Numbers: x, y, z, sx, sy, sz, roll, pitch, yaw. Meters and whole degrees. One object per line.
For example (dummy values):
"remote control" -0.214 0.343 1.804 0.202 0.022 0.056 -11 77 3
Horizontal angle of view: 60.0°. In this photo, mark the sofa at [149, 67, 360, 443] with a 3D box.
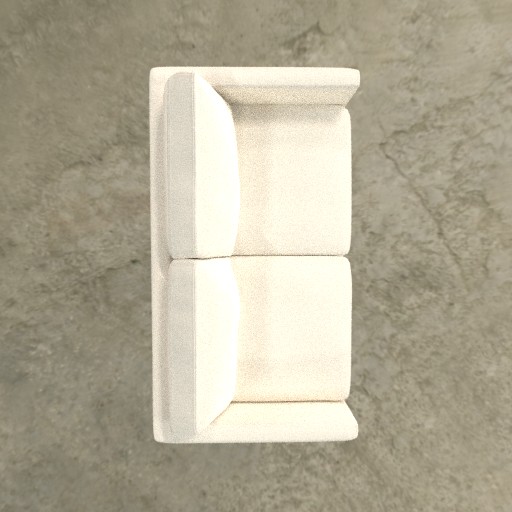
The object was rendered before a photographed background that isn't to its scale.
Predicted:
"sofa" 0.000 0.000 2.222 0.964 0.888 1.702 0 92 -1
